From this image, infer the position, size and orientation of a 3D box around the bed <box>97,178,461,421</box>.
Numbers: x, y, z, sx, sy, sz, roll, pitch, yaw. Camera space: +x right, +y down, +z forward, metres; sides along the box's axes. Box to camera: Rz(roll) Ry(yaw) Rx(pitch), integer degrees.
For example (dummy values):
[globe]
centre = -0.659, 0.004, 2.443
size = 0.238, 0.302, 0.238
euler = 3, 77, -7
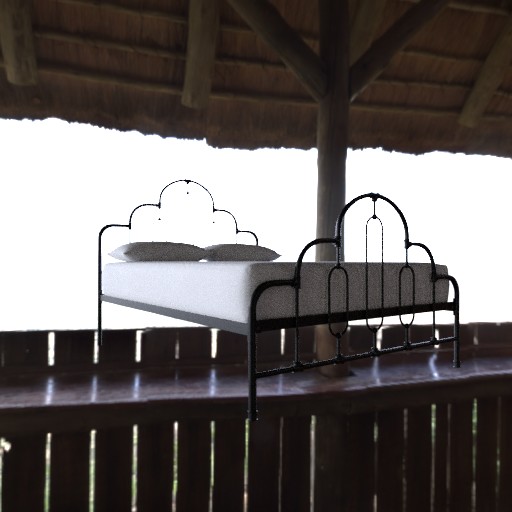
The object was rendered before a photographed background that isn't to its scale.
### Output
[bed]
centre = 0.000, 0.000, 3.206
size = 1.626, 1.444, 2.181
euler = 1, -1, -36
